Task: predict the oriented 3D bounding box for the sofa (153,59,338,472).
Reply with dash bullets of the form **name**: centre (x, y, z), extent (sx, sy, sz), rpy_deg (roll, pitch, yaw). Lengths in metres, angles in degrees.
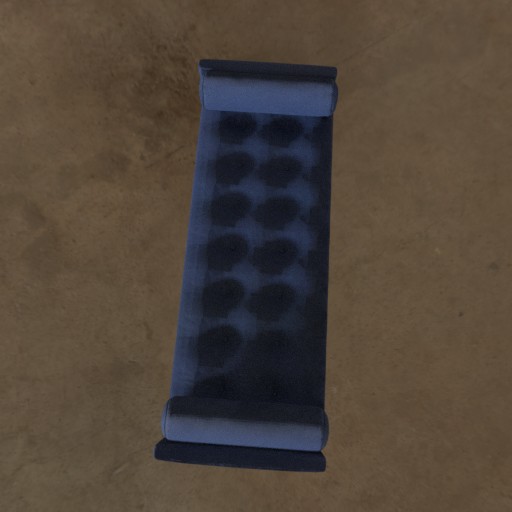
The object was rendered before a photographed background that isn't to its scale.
- **sofa**: centre (0.000, 0.000, 2.497), extent (0.796, 0.705, 2.102), rpy_deg (4, 76, 1)
